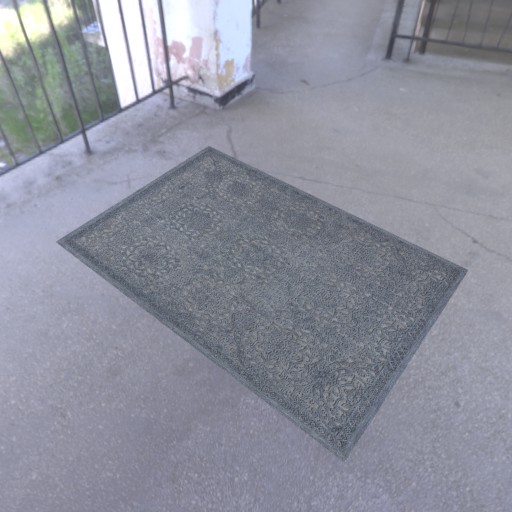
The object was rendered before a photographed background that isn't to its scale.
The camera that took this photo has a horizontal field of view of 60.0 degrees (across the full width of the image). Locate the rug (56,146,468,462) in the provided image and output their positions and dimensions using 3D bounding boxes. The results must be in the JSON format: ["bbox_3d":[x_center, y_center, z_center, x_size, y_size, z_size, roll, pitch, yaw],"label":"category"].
[{"bbox_3d":[0.000,0.000,2.341,1.819,0.012,1.208,30,54,26],"label":"rug"}]
